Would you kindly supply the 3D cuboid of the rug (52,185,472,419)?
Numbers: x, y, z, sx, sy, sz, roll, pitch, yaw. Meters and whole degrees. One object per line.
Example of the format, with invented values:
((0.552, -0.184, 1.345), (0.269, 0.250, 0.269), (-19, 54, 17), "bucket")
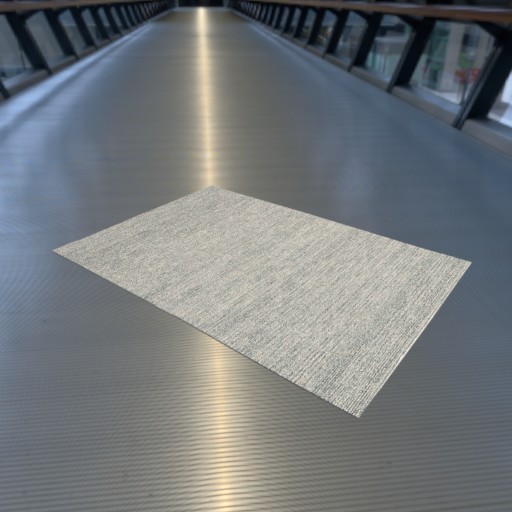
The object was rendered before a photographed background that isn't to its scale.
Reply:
((0.000, 0.000, 2.977), (2.338, 0.030, 1.616), (21, 36, 33), "rug")
